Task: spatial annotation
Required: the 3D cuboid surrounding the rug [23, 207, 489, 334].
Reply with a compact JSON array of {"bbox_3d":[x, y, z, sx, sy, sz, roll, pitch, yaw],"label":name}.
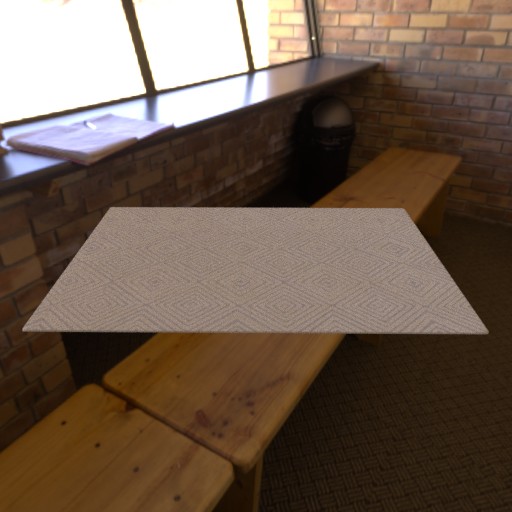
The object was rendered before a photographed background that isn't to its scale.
[{"bbox_3d":[0.000,0.000,2.158,1.753,0.008,1.143,0,30,0],"label":"rug"}]
